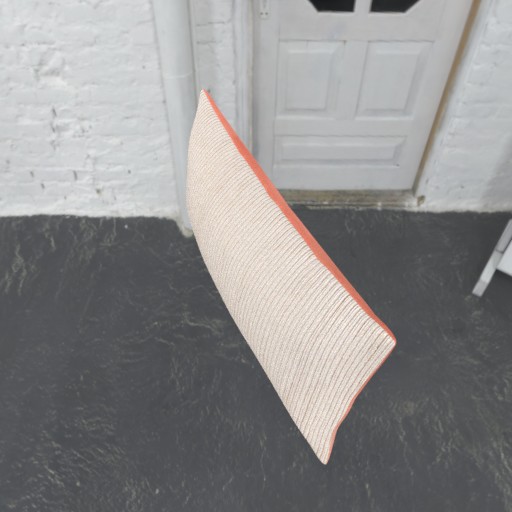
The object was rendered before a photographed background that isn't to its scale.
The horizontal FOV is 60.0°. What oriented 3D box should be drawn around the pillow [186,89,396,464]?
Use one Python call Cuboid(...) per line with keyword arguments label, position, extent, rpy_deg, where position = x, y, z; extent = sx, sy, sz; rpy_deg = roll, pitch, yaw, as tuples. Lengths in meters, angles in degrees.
Cuboid(label="pillow", position=(0.000, 0.000, 0.749), extent=(0.155, 0.307, 0.608), rpy_deg=(-18, 50, -16))
